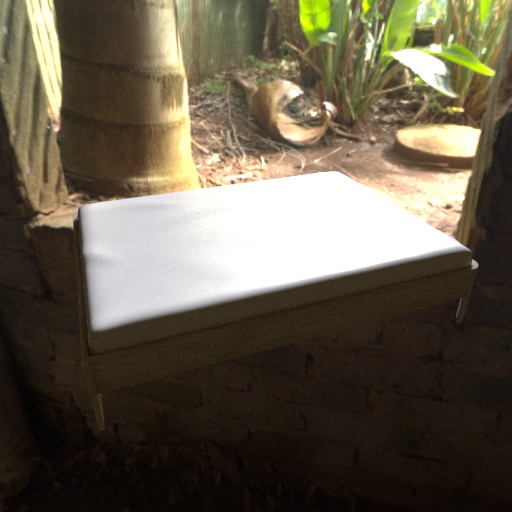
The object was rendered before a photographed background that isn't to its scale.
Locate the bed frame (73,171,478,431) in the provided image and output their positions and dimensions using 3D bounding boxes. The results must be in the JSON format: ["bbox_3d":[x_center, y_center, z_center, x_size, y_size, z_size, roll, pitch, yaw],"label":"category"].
[{"bbox_3d":[0.000,0.000,2.606,1.950,0.462,1.490,-11,31,-18],"label":"bed frame"}]
